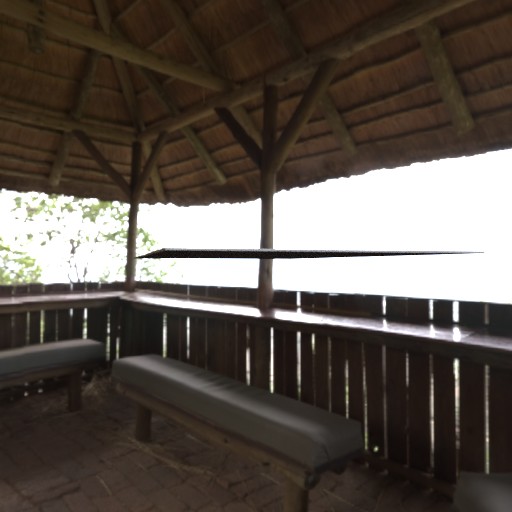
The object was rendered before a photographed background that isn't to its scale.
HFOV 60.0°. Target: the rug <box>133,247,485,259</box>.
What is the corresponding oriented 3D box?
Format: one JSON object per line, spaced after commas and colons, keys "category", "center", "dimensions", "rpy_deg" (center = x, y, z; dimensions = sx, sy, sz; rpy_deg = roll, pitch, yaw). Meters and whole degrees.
{"category": "rug", "center": [0.000, 0.000, 3.045], "dimensions": [1.517, 0.011, 2.435], "rpy_deg": [0, -1, -18]}
